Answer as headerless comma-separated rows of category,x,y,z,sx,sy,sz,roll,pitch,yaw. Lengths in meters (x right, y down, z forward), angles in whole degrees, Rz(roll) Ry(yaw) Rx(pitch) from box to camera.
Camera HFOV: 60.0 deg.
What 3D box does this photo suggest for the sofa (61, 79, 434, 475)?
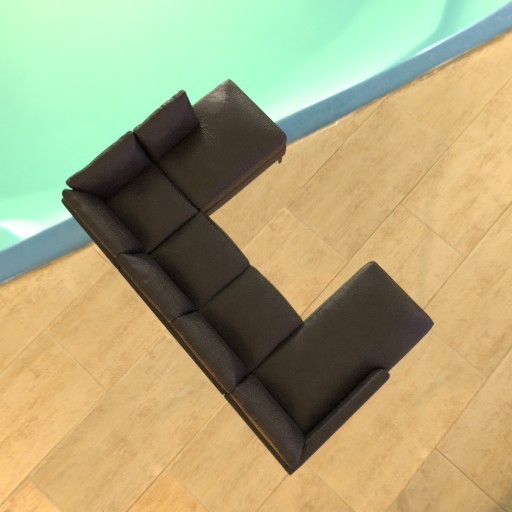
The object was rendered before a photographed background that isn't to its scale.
sofa,0.000,0.000,3.890,1.939,0.900,2.956,-41,80,-9
